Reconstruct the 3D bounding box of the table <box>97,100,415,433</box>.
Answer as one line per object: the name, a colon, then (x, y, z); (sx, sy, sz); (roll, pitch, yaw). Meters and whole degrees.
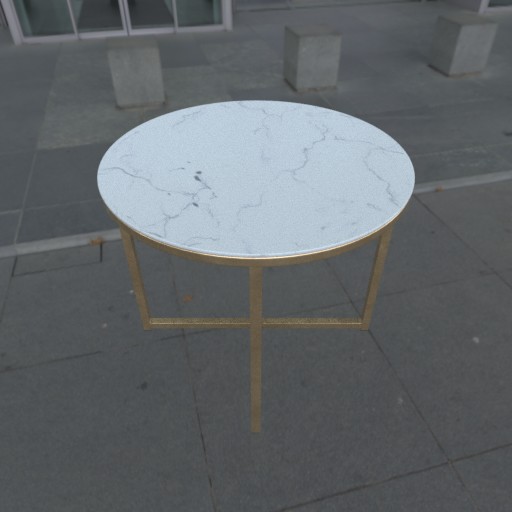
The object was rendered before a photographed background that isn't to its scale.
table: (0.000, 0.000, 0.857); (0.500, 0.420, 0.500); (0, 40, 0)
